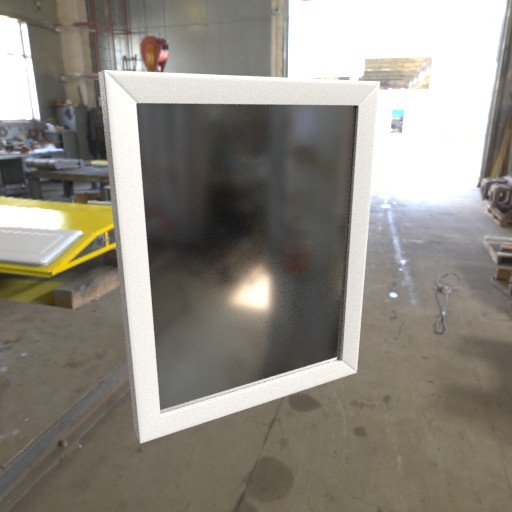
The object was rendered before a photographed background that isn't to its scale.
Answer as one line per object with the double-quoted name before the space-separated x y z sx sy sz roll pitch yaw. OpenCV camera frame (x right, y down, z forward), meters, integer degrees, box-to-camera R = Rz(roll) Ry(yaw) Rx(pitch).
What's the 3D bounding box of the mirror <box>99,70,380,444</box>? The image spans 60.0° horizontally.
"mirror" 0.000 0.000 0.679 0.405 0.508 0.041 -9 20 -26
